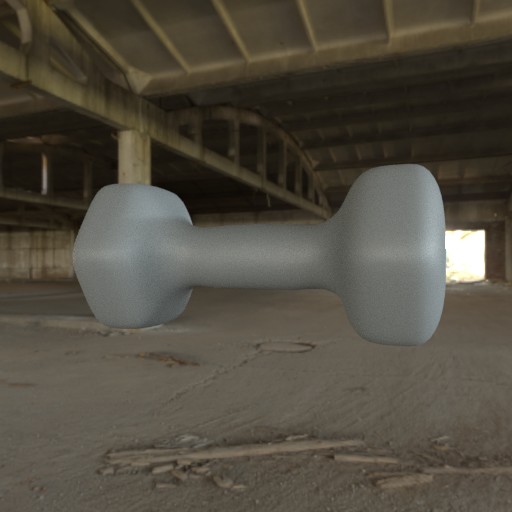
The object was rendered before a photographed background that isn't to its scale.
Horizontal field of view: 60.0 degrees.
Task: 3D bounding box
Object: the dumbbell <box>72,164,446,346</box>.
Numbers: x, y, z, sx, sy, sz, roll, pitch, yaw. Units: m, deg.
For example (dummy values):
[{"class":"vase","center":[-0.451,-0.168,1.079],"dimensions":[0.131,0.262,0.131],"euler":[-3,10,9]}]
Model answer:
[{"class":"dumbbell","center":[0.000,0.000,0.234],"dimensions":[0.184,0.081,0.090],"euler":[0,-1,20]}]
